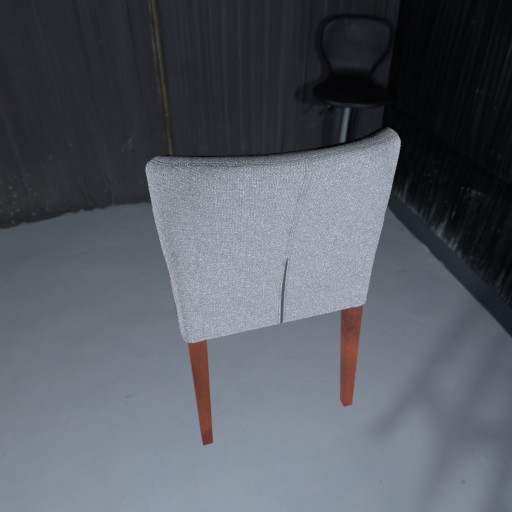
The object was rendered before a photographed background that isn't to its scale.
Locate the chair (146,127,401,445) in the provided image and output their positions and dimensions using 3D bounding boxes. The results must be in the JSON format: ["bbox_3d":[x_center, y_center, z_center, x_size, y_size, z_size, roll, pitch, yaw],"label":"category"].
[{"bbox_3d":[0.000,0.000,1.168,0.491,0.839,0.589,-10,40,-13],"label":"chair"}]
